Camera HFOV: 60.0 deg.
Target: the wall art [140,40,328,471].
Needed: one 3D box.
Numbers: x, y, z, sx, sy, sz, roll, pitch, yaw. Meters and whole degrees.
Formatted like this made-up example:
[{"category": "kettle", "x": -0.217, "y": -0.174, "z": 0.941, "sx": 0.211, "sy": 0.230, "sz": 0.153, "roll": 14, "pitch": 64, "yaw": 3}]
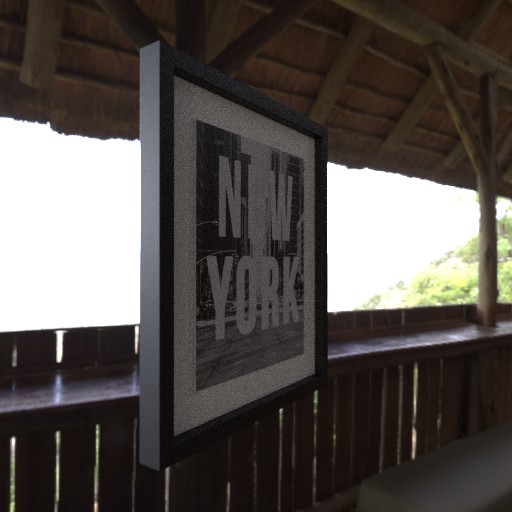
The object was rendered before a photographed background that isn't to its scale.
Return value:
[{"category": "wall art", "x": 0.000, "y": 0.000, "z": 0.531, "sx": 0.028, "sy": 0.381, "sz": 0.328, "roll": 0, "pitch": 0, "yaw": 36}]
